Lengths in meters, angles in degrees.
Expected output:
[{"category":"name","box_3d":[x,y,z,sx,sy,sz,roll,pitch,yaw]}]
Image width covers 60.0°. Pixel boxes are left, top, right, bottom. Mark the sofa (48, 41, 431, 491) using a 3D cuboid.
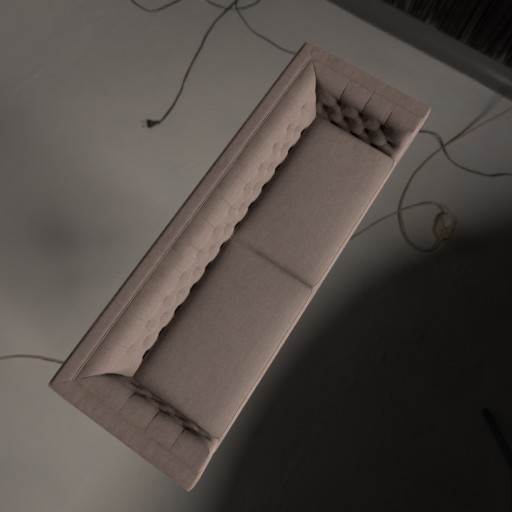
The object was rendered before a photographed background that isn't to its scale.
[{"category":"sofa","box_3d":[0.000,0.000,2.473,0.775,0.762,2.159,32,77,8]}]
